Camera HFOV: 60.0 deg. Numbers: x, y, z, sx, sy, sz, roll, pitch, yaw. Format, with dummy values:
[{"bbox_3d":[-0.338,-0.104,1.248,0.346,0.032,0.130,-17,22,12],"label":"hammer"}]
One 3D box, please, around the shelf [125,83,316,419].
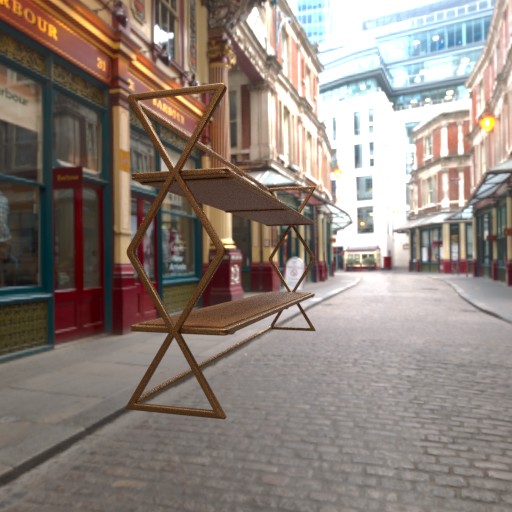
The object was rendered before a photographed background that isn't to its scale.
[{"bbox_3d":[0.000,0.000,1.005,0.150,0.450,0.822,0,-1,16],"label":"shelf"}]
